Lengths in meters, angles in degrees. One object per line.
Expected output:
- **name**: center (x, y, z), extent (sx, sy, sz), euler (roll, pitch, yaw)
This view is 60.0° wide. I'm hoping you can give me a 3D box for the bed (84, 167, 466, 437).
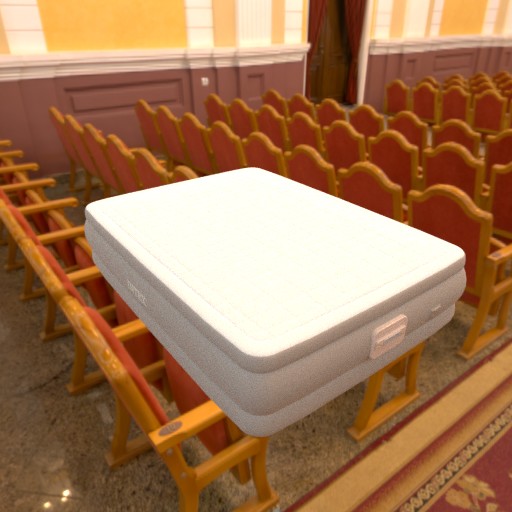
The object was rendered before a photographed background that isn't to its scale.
- **bed**: center (0.000, 0.000, 2.710), extent (1.520, 0.460, 2.036), euler (-20, 34, -32)
